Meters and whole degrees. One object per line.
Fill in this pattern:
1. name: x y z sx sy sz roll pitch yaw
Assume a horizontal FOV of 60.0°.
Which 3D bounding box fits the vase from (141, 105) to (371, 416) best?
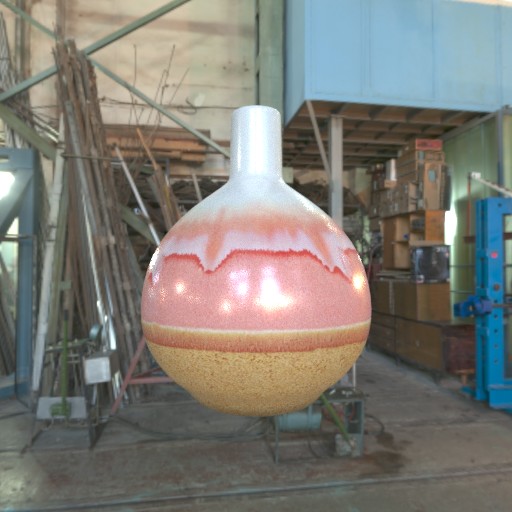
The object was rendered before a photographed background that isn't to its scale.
1. vase: 0.000 0.000 0.272 0.137 0.176 0.137 0 -1 0
